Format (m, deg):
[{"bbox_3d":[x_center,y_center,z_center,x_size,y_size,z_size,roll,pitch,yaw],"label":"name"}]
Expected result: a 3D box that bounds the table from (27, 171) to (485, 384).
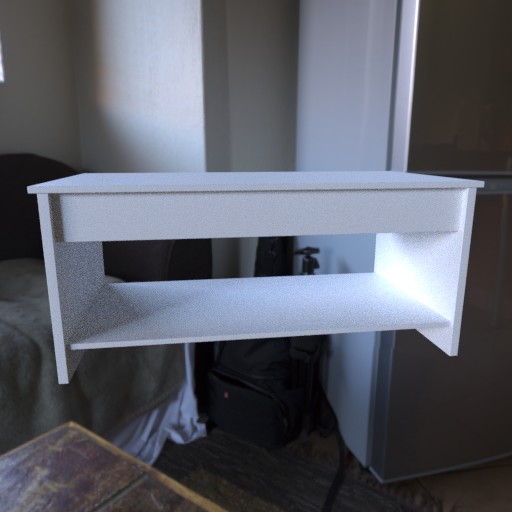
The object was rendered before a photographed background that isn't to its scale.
[{"bbox_3d":[0.000,0.000,1.250,1.000,0.441,0.500,-2,14,-8],"label":"table"}]
